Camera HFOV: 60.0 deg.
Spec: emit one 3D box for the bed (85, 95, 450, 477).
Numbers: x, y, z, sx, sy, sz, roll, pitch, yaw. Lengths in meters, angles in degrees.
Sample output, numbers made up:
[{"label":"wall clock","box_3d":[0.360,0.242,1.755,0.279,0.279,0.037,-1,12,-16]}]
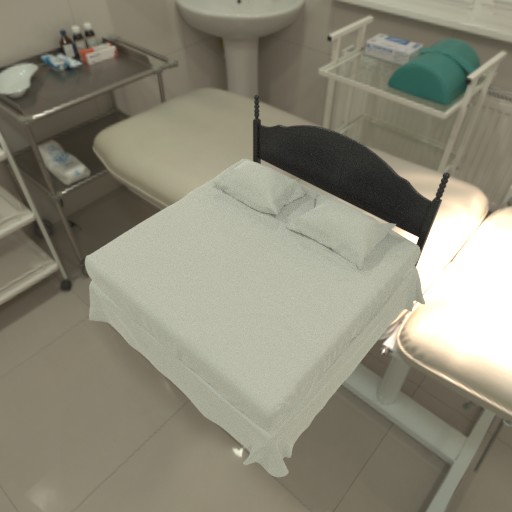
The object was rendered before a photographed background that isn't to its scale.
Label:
[{"label":"bed","box_3d":[0.000,0.000,3.601,2.322,1.355,2.219,32,54,27]}]
